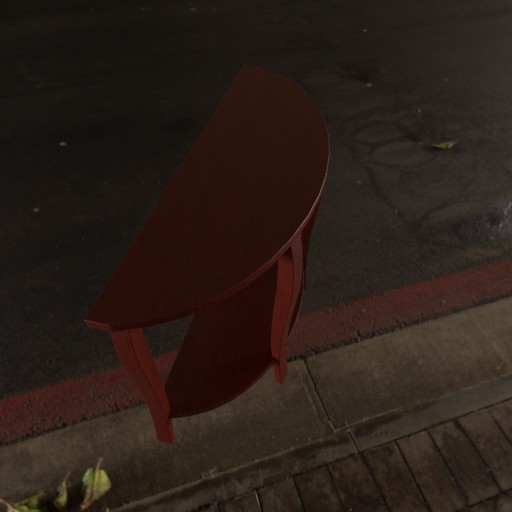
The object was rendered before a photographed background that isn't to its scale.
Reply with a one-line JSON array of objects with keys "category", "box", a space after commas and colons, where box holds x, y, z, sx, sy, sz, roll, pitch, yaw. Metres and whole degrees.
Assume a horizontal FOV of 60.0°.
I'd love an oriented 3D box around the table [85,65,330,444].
[{"category": "table", "box": [0.000, 0.000, 1.545, 0.405, 0.779, 1.219, 10, 48, 10]}]
